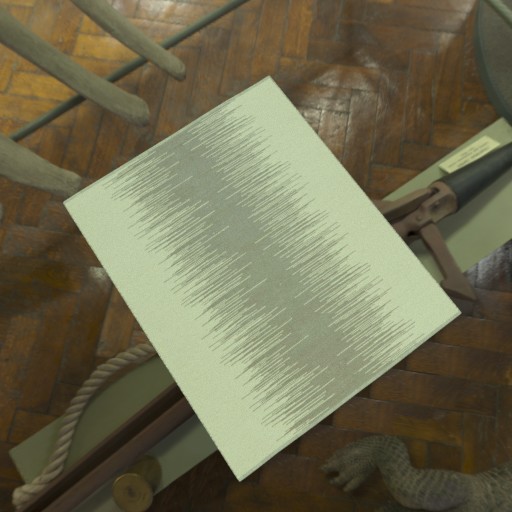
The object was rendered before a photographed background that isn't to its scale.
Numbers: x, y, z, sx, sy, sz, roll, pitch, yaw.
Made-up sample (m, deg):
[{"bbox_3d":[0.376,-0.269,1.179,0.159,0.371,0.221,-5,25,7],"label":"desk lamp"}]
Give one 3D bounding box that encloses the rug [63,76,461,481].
[{"bbox_3d":[0.000,0.000,4.158,2.453,0.010,3.037,-34,79,-8],"label":"rug"}]
